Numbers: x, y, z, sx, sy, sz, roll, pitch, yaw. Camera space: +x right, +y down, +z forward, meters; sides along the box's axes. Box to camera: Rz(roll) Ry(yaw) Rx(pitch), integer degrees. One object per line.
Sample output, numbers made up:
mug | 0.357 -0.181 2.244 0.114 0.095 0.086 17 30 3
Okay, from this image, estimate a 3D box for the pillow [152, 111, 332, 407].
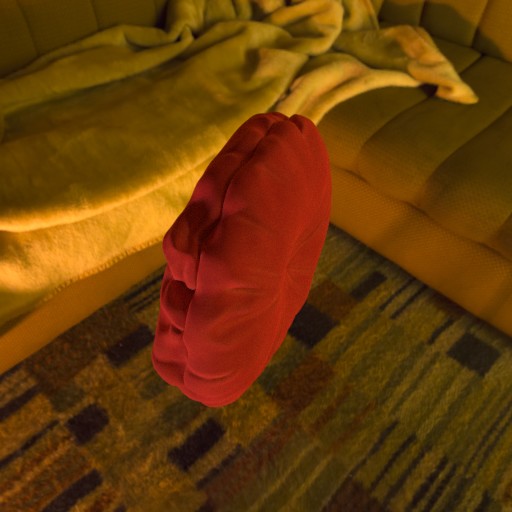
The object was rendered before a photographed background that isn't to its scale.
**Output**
pillow | 0.000 0.000 0.653 0.148 0.407 0.428 19 51 16
